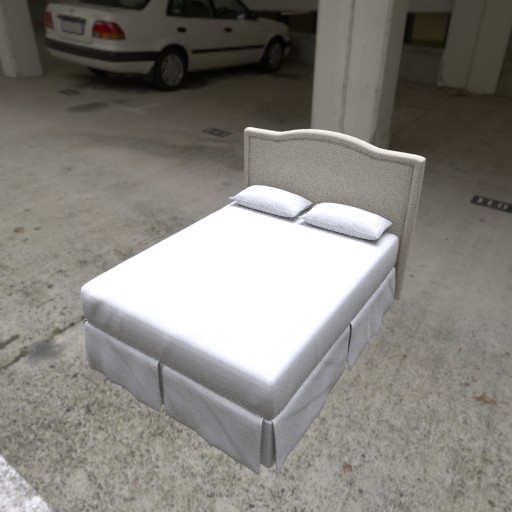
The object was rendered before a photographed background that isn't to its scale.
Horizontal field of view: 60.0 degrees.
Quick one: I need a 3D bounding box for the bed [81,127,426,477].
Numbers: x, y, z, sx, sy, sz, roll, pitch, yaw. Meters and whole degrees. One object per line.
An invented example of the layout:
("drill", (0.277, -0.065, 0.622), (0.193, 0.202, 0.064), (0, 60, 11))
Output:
("bed", (0.000, 0.000, 3.360), (1.741, 1.449, 2.196), (19, 35, 29))
